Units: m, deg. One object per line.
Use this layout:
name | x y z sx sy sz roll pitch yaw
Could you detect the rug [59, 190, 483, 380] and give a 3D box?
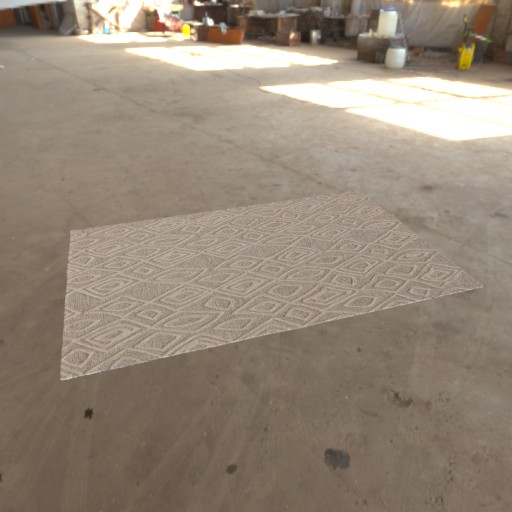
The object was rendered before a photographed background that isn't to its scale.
rug | 0.000 0.000 3.015 2.442 0.010 1.546 -10 33 -15
